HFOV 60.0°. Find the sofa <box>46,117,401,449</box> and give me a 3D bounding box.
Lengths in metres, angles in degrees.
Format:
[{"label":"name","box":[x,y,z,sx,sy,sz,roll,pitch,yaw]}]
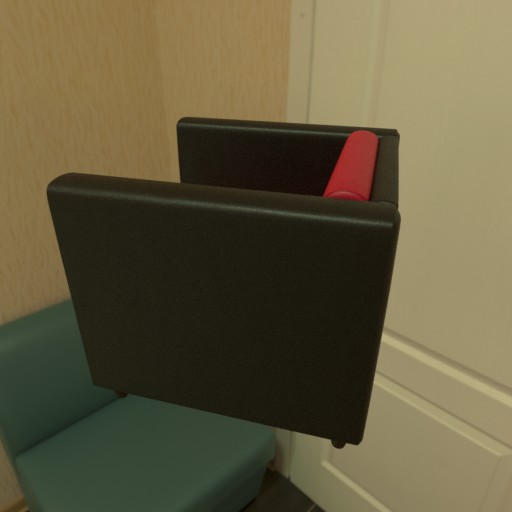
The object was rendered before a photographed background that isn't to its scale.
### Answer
[{"label":"sofa","box":[0.000,0.000,1.443,0.809,0.724,0.839,8,29,14]}]
